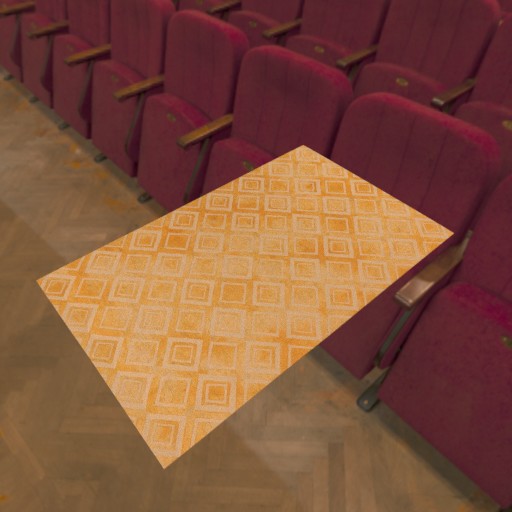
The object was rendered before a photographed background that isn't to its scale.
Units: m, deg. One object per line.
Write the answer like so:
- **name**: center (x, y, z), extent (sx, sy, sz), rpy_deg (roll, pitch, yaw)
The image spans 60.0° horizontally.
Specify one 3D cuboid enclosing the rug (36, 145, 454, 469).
- **rug**: center (0.000, 0.000, 2.989), extent (2.424, 0.010, 1.511), rpy_deg (-32, 54, -27)
